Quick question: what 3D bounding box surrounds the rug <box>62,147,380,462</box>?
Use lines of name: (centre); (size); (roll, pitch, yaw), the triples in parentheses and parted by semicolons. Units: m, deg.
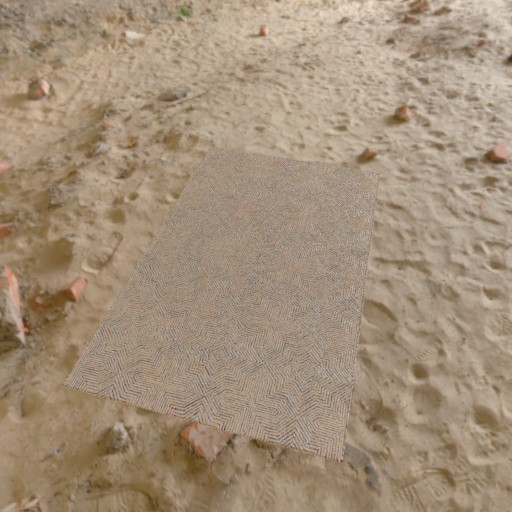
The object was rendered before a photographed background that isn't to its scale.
rug: (0.000, 0.000, 3.068); (1.519, 0.007, 2.428); (11, 47, 10)
